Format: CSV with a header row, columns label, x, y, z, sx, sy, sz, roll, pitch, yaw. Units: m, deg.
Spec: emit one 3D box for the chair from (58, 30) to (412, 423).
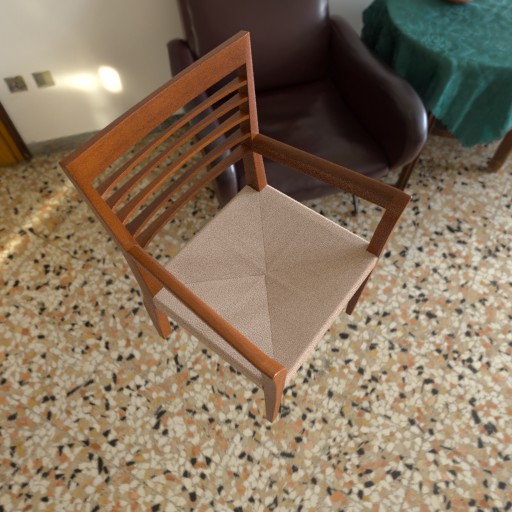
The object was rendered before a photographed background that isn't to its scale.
label,x,y,z,sx,sy,sz,roll,pitch,yaw
chair,0.000,0.000,1.227,0.540,0.855,0.587,33,64,19
